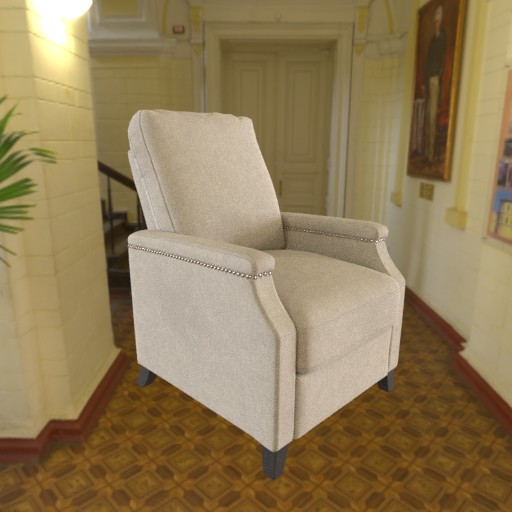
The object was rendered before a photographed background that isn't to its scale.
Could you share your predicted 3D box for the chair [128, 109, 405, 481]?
[{"bbox_3d":[0.000,0.000,1.648,0.922,1.049,0.710,14,20,43],"label":"chair"}]
